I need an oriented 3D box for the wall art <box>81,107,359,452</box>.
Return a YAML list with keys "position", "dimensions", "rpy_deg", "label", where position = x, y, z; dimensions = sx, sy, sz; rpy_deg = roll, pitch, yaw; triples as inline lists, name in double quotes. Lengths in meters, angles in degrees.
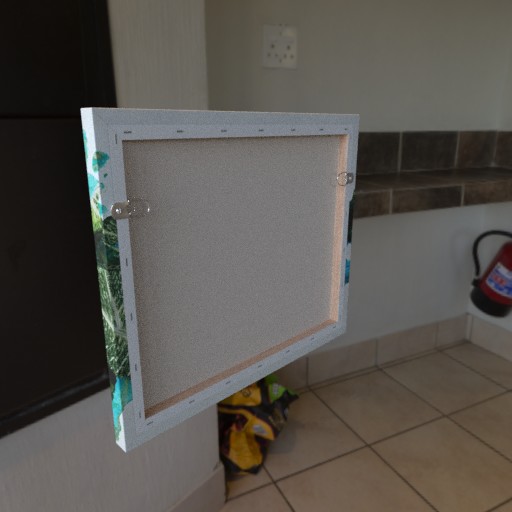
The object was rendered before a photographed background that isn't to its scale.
- position: [0.000, 0.000, 0.988]
  dimensions: [0.711, 0.610, 0.043]
  rpy_deg: [-16, 23, -42]
  label: "wall art"
